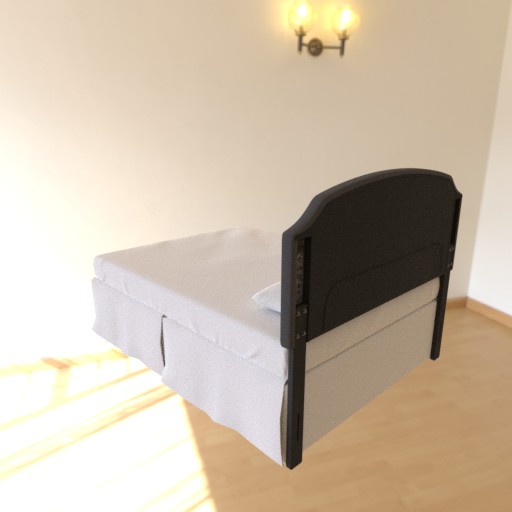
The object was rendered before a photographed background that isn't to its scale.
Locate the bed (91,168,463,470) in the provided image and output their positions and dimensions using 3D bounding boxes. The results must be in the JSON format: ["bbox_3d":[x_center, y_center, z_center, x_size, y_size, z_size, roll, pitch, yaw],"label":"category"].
[{"bbox_3d":[0.000,0.000,2.960,1.558,1.270,1.999,-15,22,-41],"label":"bed"}]
